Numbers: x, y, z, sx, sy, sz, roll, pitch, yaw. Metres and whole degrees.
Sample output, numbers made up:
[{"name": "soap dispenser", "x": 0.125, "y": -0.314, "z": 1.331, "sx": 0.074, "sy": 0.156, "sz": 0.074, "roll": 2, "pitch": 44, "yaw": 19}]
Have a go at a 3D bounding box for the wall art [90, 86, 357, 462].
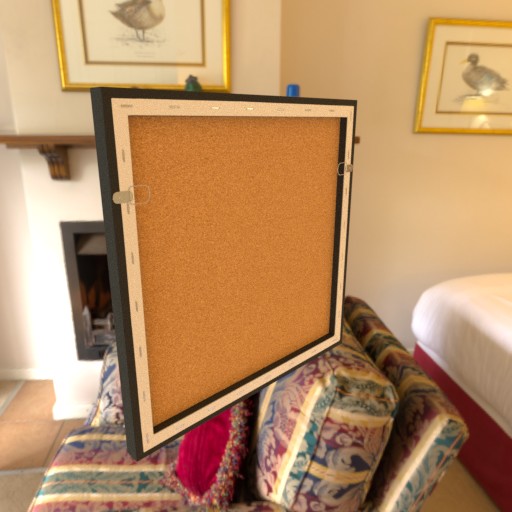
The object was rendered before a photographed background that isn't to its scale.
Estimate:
[{"name": "wall art", "x": 0.000, "y": 0.000, "z": 1.112, "sx": 0.758, "sy": 0.758, "sz": 0.044, "roll": -16, "pitch": 23, "yaw": -42}]
